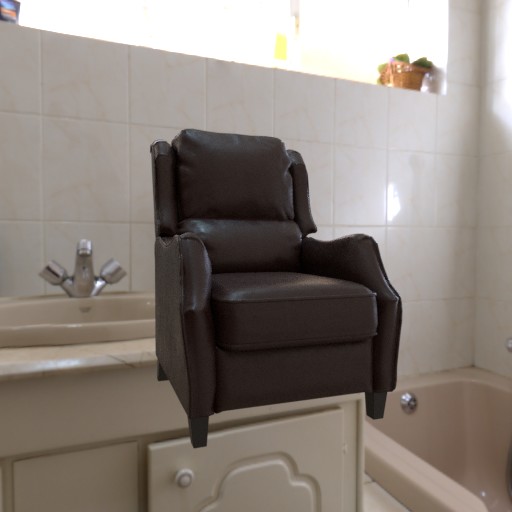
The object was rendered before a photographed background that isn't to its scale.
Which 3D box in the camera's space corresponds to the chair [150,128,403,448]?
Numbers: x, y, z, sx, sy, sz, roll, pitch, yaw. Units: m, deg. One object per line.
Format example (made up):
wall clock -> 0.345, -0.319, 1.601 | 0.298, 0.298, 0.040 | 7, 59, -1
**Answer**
chair -> 0.000, 0.000, 1.797 | 0.770, 1.132, 0.982 | -1, 2, -20
